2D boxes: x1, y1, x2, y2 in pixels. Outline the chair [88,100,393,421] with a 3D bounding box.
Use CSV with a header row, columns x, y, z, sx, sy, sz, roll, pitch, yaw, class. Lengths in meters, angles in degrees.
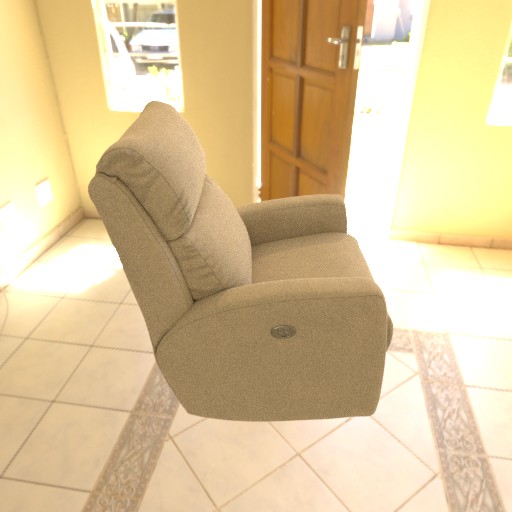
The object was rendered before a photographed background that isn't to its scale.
x,y,z,sx,sy,sz,roll,pitch,yaw,class
0.000,0.000,1.662,0.940,1.021,0.794,0,31,0,chair
